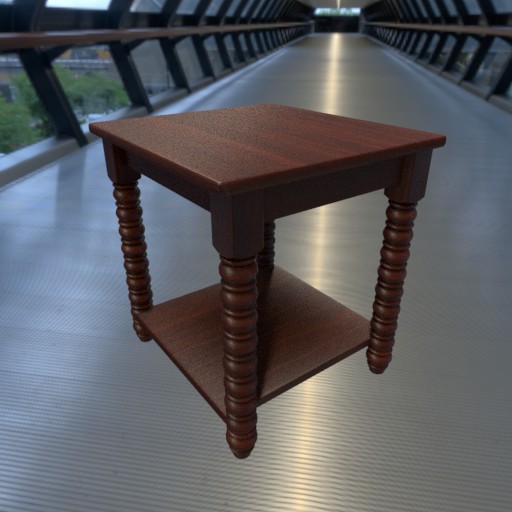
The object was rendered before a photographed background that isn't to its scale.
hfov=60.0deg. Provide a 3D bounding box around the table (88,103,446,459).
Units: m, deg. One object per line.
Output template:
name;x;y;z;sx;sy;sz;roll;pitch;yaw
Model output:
table;0.000;0.000;1.010;0.500;0.567;0.533;-18;32;-32
